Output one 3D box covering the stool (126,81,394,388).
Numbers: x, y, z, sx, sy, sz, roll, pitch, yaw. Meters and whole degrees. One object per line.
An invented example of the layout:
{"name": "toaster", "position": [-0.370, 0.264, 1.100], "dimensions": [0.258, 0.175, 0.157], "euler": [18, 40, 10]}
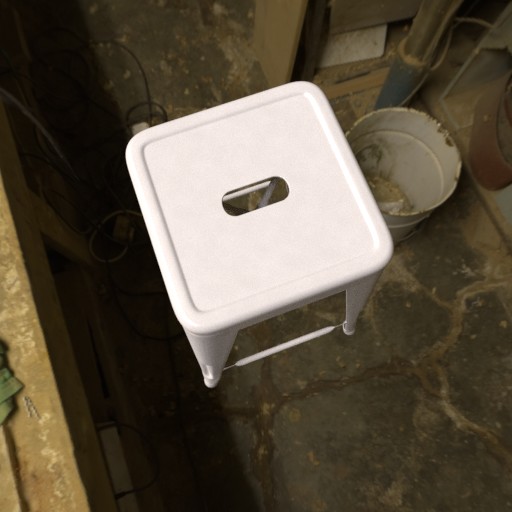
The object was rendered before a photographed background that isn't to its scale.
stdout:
{"name": "stool", "position": [0.000, 0.000, 0.872], "dimensions": [0.406, 0.610, 0.406], "euler": [-20, 76, -5]}
